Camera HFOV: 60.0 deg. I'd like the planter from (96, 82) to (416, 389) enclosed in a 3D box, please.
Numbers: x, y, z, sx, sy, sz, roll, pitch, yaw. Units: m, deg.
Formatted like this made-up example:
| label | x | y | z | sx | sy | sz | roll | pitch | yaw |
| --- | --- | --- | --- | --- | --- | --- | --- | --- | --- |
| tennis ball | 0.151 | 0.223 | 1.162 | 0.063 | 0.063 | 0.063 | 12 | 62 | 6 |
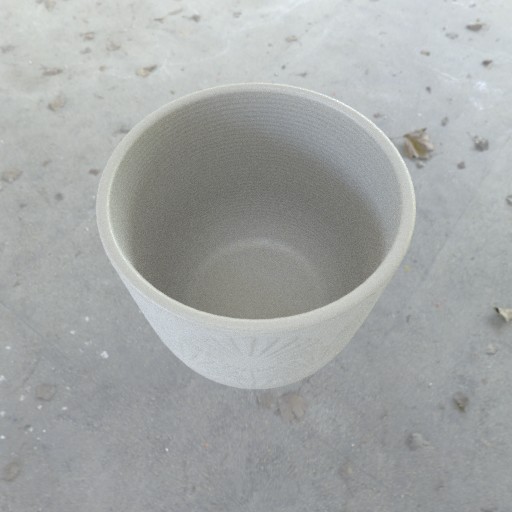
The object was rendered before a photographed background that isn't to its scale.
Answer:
| label | x | y | z | sx | sy | sz | roll | pitch | yaw |
| --- | --- | --- | --- | --- | --- | --- | --- | --- | --- |
| planter | 0.000 | 0.000 | 0.220 | 0.124 | 0.109 | 0.124 | 0 | 59 | 0 |
